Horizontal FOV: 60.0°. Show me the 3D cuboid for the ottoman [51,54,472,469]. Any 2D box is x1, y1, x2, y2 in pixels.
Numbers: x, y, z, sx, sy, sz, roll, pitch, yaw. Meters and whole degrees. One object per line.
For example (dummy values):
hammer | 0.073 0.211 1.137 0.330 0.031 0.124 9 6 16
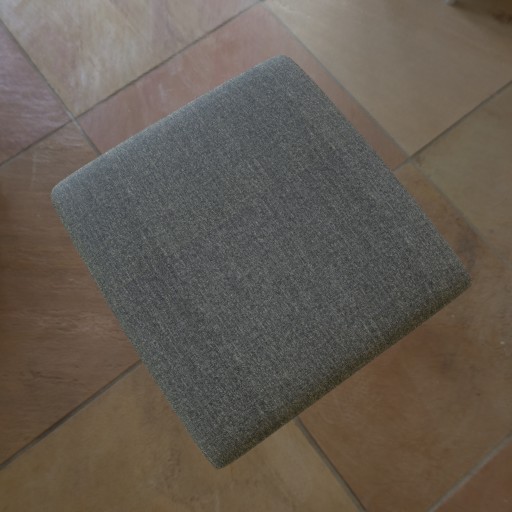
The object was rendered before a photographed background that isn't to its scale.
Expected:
ottoman | 0.000 0.000 1.048 0.648 0.399 0.655 -33 78 -8
